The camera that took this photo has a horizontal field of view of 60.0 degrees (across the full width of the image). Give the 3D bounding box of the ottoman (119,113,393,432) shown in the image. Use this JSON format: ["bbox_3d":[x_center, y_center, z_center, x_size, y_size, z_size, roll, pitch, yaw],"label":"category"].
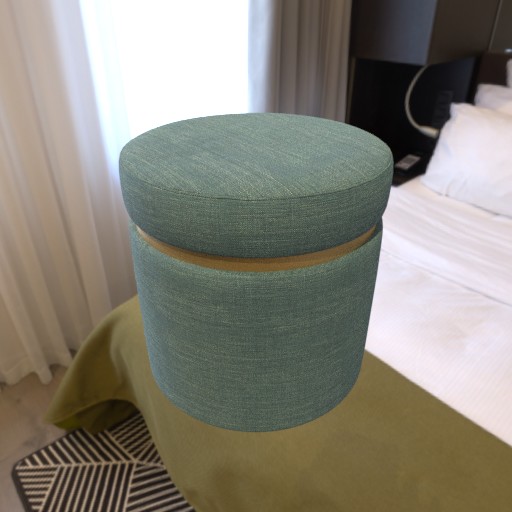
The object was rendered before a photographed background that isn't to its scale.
[{"bbox_3d":[0.000,0.000,0.746,0.398,0.406,0.398,0,31,0],"label":"ottoman"}]
